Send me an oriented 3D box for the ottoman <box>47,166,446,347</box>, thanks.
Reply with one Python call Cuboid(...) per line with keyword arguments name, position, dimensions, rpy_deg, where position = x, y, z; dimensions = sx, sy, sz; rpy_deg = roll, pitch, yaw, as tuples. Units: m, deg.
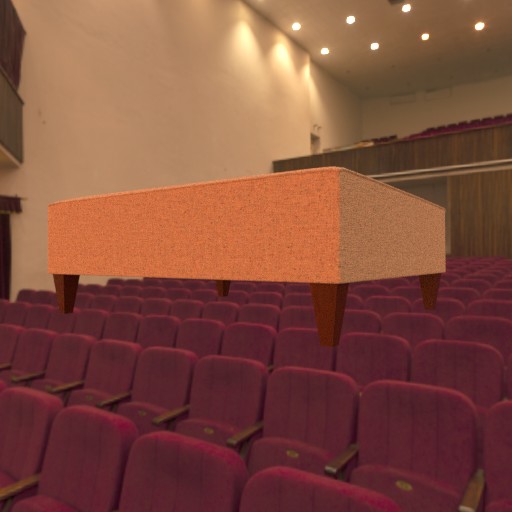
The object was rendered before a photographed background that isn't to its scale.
Cuboid(name="ottoman", position=(0.000, 0.000, 1.224), dimensions=(0.835, 0.303, 0.736), rpy_deg=(0, -1, 35))
